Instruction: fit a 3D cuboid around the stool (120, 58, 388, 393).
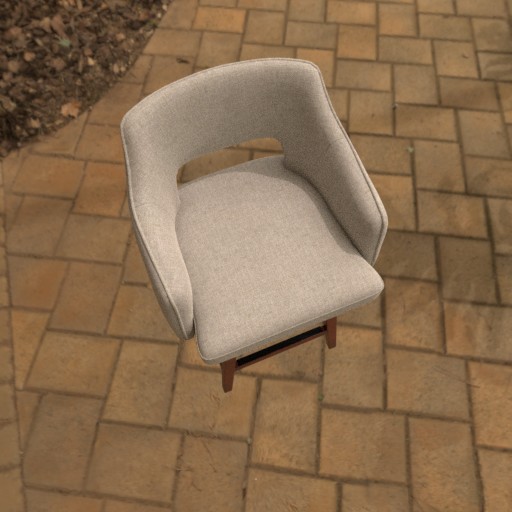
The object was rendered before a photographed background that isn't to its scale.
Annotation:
[{"bbox_3d":[0.000,0.000,1.322,0.599,0.944,0.558,-20,65,-10],"label":"stool"}]
